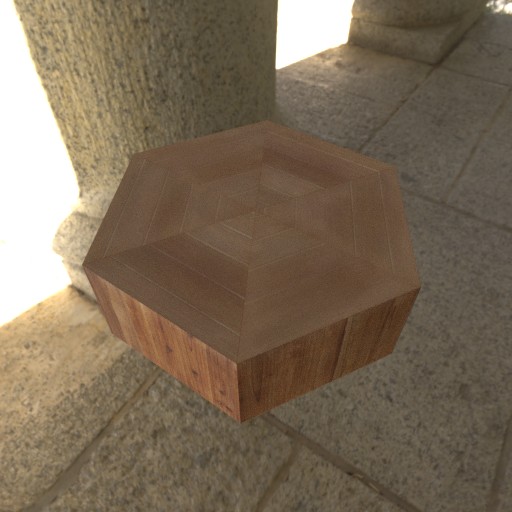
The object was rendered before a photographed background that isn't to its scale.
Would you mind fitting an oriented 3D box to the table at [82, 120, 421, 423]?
[{"bbox_3d":[0.000,0.000,1.662,1.000,0.456,1.154,3,48,3],"label":"table"}]
